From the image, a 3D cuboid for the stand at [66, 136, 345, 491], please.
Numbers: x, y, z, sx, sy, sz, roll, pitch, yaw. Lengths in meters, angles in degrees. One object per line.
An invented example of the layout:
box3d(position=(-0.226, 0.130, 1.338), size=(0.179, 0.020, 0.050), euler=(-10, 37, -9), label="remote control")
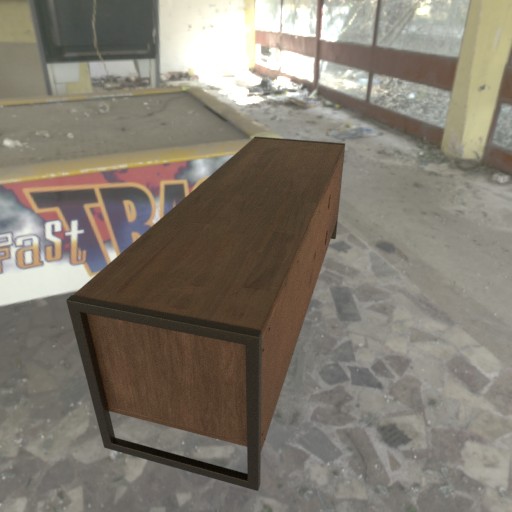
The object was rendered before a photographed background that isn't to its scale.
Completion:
box3d(position=(0.000, 0.000, 1.680), size=(0.454, 0.506, 1.480), euler=(8, 31, 14), label="stand")
